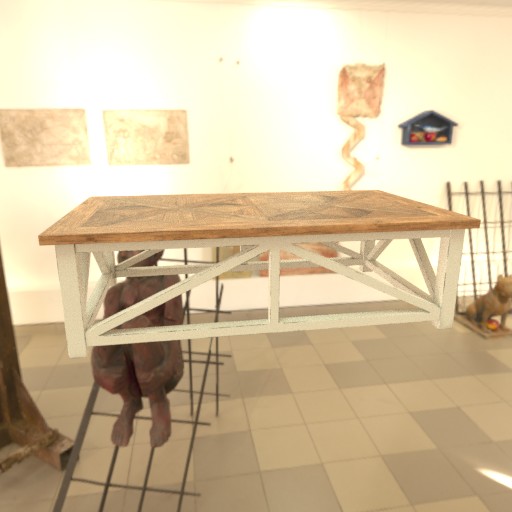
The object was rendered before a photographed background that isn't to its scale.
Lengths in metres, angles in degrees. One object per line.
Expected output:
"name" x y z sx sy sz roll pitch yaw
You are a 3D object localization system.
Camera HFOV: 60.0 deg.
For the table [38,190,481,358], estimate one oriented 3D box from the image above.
"table" 0.000 0.000 1.812 1.400 0.410 0.800 -3 16 -9
